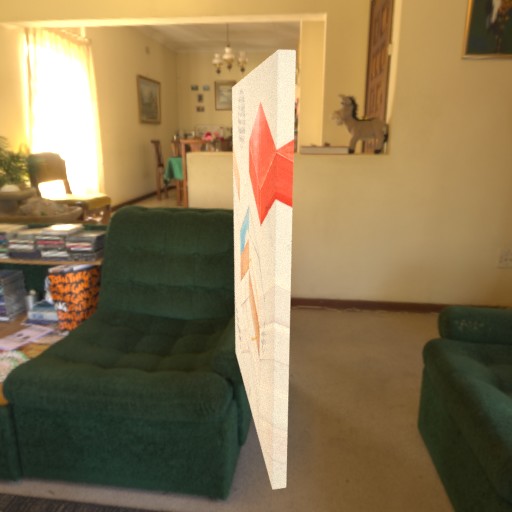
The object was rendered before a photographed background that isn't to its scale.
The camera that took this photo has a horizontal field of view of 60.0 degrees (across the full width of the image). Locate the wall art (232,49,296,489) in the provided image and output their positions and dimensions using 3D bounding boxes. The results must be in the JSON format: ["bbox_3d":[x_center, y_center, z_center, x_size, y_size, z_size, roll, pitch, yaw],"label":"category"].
[{"bbox_3d":[0.000,0.000,1.108,0.036,0.848,0.613,-3,16,-9],"label":"wall art"}]
